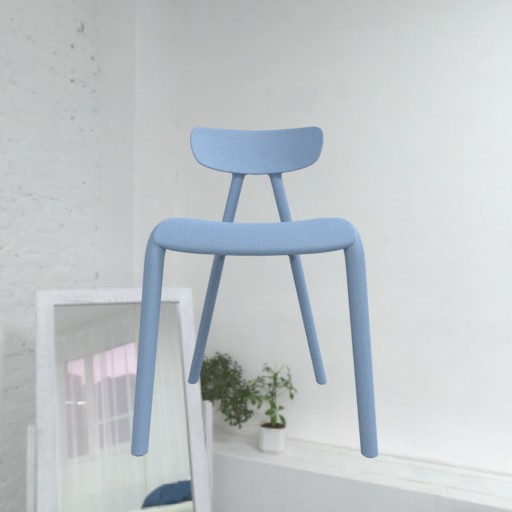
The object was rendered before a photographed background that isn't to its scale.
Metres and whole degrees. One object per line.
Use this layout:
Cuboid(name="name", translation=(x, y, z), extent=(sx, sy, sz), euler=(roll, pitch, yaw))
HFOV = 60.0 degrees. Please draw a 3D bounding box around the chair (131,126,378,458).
Cuboid(name="chair", translation=(0.000, 0.000, 0.832), extent=(0.356, 0.580, 0.401), euler=(0, -1, 1))
